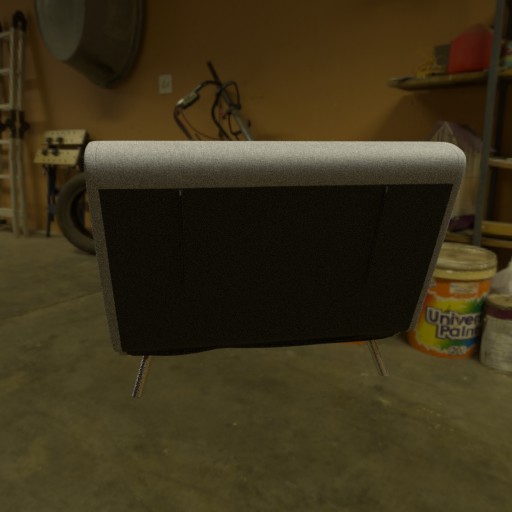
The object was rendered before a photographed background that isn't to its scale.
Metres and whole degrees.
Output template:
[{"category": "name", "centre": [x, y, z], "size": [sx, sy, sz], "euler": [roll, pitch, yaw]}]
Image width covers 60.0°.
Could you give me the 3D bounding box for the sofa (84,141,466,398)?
[{"category": "sofa", "centre": [0.000, 0.000, 1.671], "size": [1.020, 0.825, 1.000], "euler": [-2, 14, -9]}]
